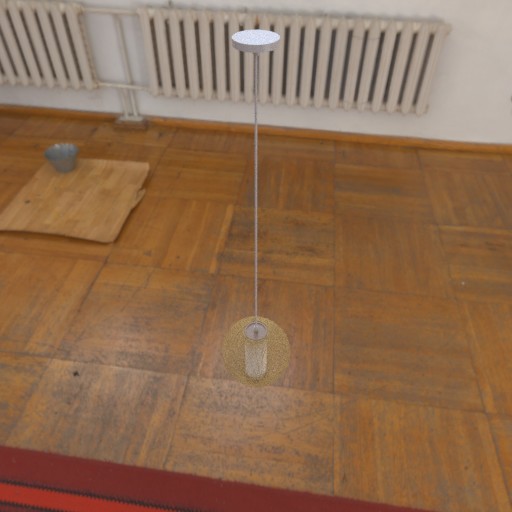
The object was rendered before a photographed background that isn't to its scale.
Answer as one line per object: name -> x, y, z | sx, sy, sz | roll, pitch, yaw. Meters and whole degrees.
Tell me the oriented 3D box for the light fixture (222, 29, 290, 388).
light fixture -> 0.000, 0.000, 2.117 | 0.406, 1.955, 0.407 | -27, 49, -26
